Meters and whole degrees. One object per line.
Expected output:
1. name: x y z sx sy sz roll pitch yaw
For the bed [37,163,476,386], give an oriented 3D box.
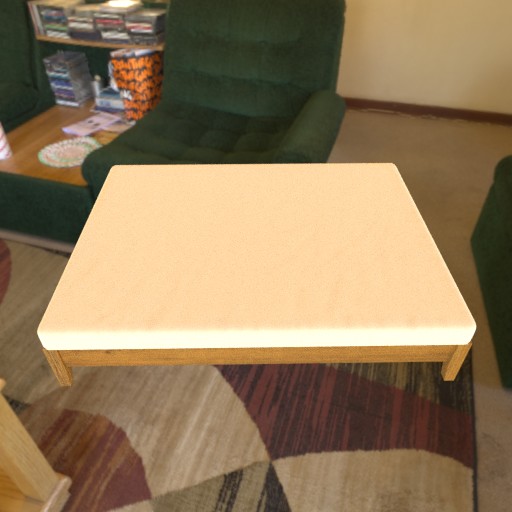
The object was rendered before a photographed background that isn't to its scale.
1. bed: 0.000 0.000 2.701 2.016 0.431 1.536 -1 41 -1
